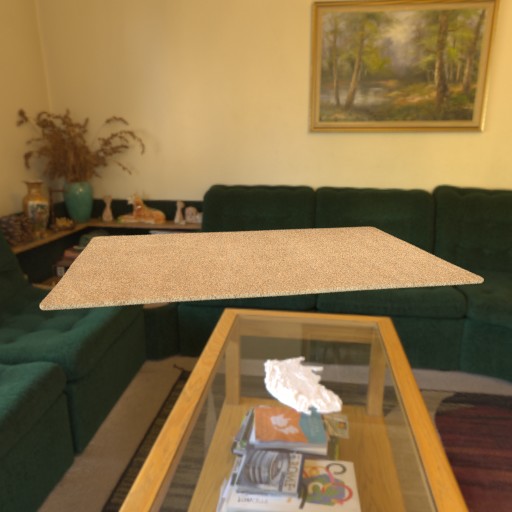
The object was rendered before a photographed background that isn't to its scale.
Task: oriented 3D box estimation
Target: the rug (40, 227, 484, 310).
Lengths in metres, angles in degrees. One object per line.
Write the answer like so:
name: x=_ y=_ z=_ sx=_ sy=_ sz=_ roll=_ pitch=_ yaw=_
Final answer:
rug: x=0.000 y=0.000 z=2.995 sx=2.349 sy=0.025 sz=1.500 roll=-3 pitch=16 yaw=-10
